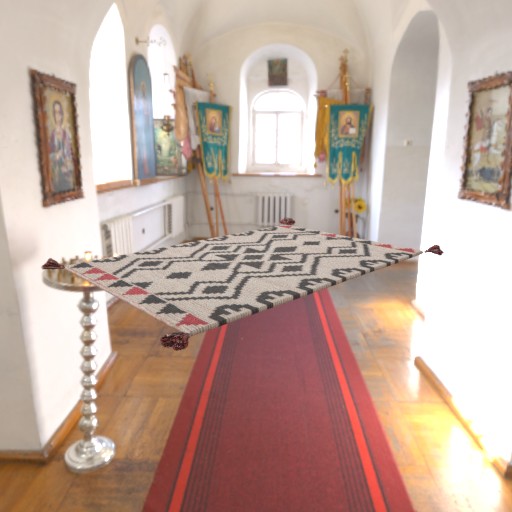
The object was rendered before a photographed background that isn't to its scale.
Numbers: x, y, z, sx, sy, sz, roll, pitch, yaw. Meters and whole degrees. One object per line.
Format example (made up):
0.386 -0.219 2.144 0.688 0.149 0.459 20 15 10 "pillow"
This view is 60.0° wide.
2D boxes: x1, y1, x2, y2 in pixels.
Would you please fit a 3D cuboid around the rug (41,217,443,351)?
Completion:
0.000 0.000 2.673 2.069 0.067 1.444 -13 20 -41 "rug"
